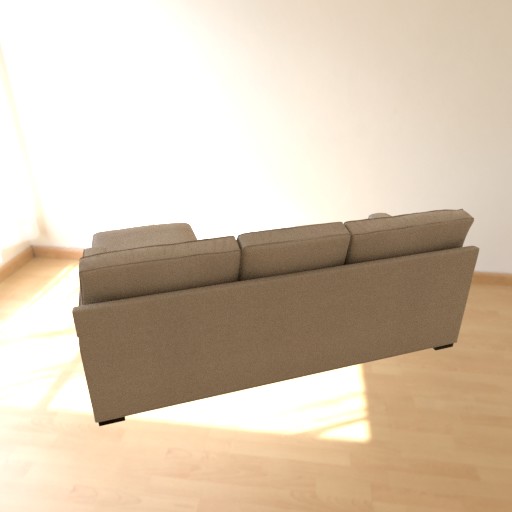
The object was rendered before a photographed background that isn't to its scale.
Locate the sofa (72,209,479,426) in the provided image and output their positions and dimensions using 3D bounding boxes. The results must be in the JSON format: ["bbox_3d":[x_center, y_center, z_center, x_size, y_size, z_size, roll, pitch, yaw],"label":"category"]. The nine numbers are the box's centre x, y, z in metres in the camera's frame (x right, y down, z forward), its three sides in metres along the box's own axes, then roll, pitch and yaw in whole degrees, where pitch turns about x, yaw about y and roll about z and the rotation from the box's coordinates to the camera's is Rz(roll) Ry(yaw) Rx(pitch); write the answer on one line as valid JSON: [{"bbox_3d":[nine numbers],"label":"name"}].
[{"bbox_3d":[0.000,0.000,2.859,2.087,0.861,1.496,-8,27,-16],"label":"sofa"}]
